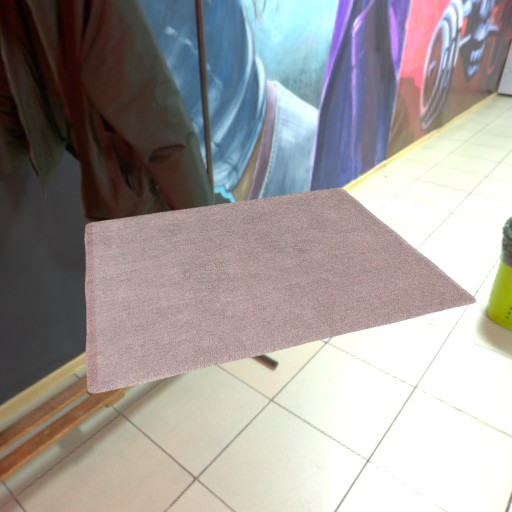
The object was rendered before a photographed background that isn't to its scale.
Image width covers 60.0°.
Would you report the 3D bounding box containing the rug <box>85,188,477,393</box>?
[{"bbox_3d":[0.000,0.000,3.989,2.933,0.027,2.332,-10,34,-15],"label":"rug"}]
